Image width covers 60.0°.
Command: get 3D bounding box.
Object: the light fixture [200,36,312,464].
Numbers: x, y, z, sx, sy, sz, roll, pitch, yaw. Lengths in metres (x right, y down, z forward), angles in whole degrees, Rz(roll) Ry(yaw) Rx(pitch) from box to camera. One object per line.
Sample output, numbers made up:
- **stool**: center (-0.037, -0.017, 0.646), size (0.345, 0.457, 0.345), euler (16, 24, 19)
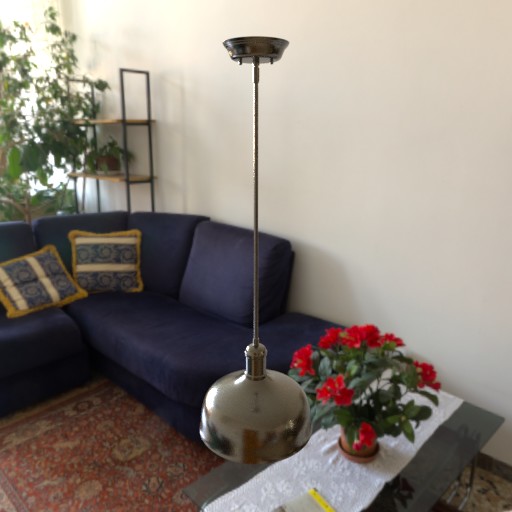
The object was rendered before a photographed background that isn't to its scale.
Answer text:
- **light fixture**: center (0.000, 0.000, 1.064), size (0.299, 0.935, 0.299), euler (2, 15, 8)
